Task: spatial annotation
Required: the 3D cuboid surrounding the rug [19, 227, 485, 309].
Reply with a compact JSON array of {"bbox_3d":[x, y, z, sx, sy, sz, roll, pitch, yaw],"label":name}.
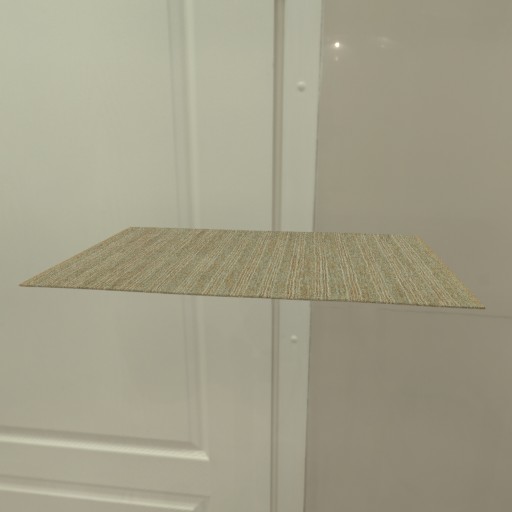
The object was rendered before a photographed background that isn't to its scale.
[{"bbox_3d":[0.000,0.000,3.027,2.448,0.012,1.540,2,16,7],"label":"rug"}]
